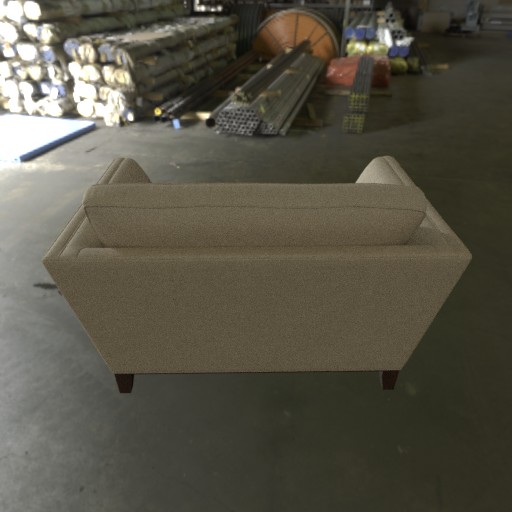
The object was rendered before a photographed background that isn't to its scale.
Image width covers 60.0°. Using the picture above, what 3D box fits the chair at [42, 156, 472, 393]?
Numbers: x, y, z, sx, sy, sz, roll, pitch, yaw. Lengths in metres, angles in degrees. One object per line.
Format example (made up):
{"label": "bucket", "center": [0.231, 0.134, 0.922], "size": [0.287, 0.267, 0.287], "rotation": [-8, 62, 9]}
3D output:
{"label": "chair", "center": [0.000, 0.000, 1.984], "size": [1.397, 0.940, 0.965], "rotation": [-1, 32, -1]}
